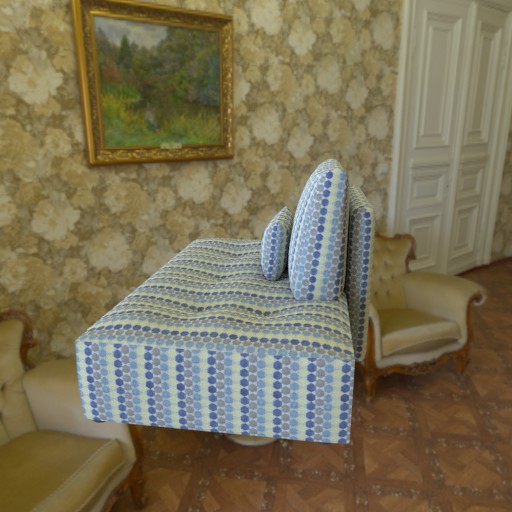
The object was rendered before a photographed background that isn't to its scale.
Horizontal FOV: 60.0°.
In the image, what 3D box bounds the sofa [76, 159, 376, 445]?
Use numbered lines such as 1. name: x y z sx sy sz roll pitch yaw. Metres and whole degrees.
1. sofa: 0.000 0.000 2.001 1.000 0.820 1.450 2 16 8
